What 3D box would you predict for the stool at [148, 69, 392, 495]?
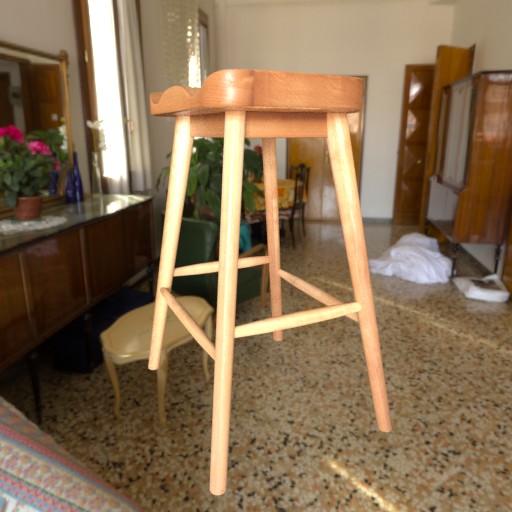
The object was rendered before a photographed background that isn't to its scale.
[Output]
[{"bbox_3d":[0.000,0.000,0.857,0.361,0.615,0.440,-8,17,-25],"label":"stool"}]
